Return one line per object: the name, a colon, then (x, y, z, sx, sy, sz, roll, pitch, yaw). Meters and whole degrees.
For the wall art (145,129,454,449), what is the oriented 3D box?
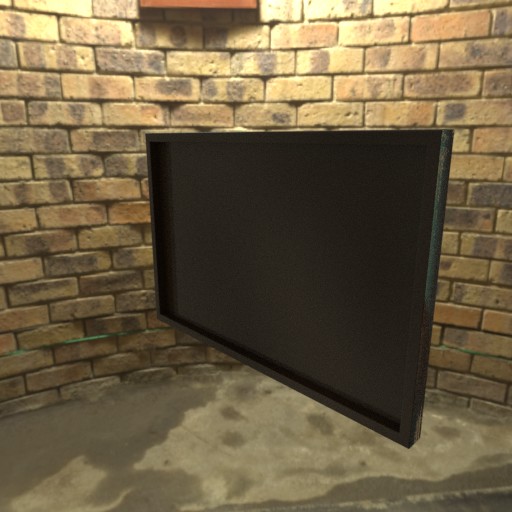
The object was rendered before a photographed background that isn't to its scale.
wall art: (0.000, 0.000, 0.752, 0.033, 0.406, 0.609, -14, 21, -43)
